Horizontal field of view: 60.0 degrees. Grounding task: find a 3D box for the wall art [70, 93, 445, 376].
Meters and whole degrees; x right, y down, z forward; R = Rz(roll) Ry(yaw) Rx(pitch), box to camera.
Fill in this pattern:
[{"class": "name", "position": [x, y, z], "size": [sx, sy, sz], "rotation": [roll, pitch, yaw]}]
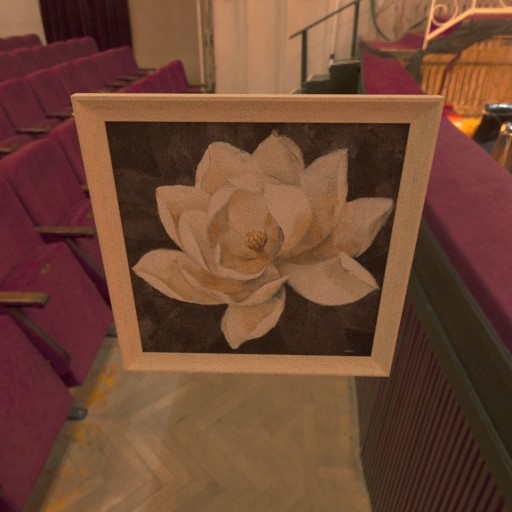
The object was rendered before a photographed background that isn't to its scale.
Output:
[{"class": "wall art", "position": [0.000, 0.000, 1.470], "size": [1.016, 1.016, 0.045], "rotation": [1, 30, 1]}]
